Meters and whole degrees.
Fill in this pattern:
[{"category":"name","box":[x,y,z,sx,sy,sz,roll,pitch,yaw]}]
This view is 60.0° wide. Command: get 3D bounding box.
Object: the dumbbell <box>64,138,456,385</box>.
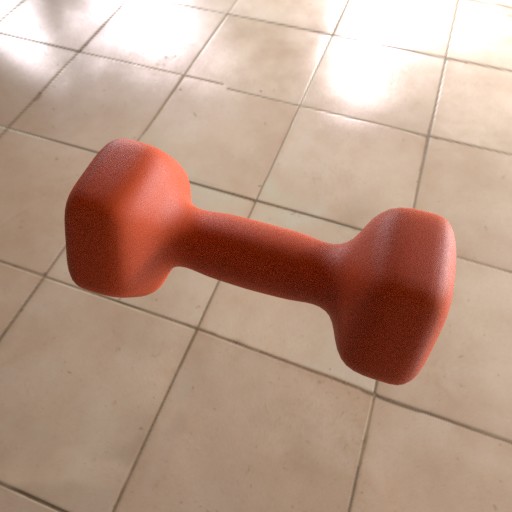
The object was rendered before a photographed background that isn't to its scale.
[{"category":"dumbbell","box":[0.000,0.000,0.201,0.162,0.071,0.079,16,59,10]}]
